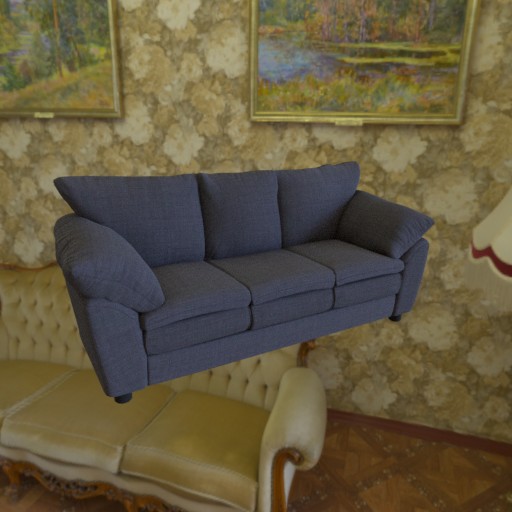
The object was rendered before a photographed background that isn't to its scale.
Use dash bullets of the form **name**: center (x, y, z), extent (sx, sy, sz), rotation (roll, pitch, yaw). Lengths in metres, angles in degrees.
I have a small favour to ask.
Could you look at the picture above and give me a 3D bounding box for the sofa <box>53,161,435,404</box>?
- **sofa**: center (0.000, 0.000, 2.826), extent (2.336, 1.080, 0.883), rotation (-9, 19, -29)
